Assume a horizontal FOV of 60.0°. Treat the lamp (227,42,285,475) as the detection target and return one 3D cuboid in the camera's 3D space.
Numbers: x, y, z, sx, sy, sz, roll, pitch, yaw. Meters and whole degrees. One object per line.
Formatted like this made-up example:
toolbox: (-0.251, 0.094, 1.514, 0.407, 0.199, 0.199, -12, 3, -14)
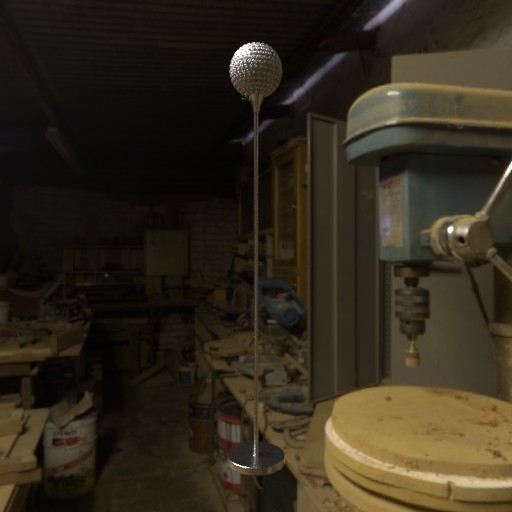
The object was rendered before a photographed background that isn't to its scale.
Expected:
lamp: (0.000, 0.000, 1.943, 0.254, 1.805, 0.254, 0, 0, 0)
